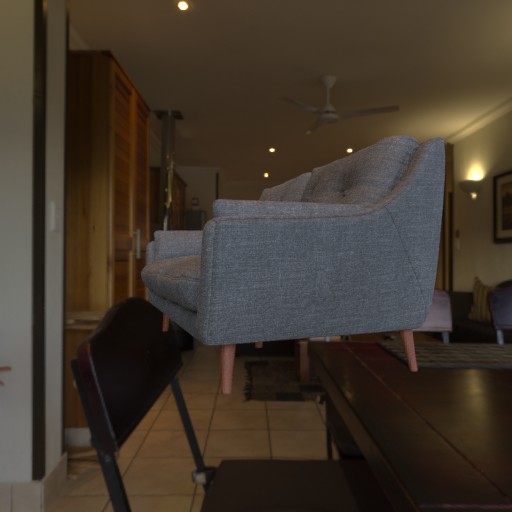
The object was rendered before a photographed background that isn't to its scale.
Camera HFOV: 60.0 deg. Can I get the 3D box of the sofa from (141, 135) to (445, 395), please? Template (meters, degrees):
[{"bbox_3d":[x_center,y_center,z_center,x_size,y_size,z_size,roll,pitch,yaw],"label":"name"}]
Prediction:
[{"bbox_3d":[0.000,0.000,2.141,0.976,0.887,1.646,0,-1,-20],"label":"sofa"}]
